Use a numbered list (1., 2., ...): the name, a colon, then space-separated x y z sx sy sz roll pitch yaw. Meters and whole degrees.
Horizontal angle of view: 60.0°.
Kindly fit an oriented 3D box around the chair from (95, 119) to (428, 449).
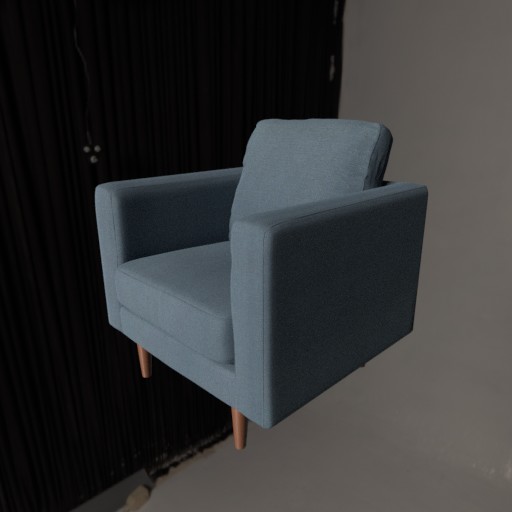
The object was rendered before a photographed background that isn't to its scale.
1. chair: 0.000 0.000 1.563 0.820 0.922 0.855 -16 24 -42
